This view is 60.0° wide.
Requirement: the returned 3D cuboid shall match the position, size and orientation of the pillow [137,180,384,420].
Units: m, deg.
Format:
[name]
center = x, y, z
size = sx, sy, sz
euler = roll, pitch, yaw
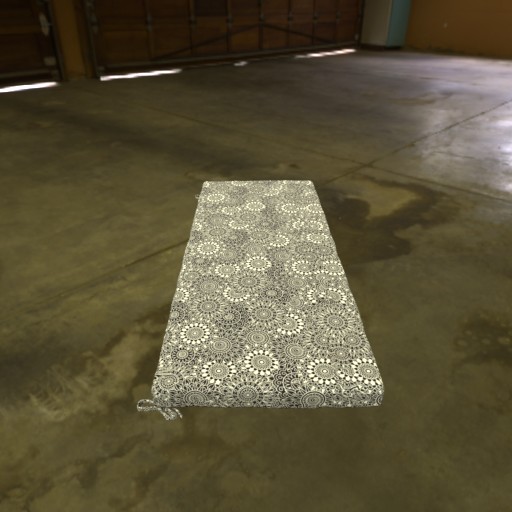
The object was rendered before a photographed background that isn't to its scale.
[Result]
[pillow]
center = 0.000, 0.000, 1.358
size = 0.492, 0.081, 1.187
euler = 0, 30, -1
